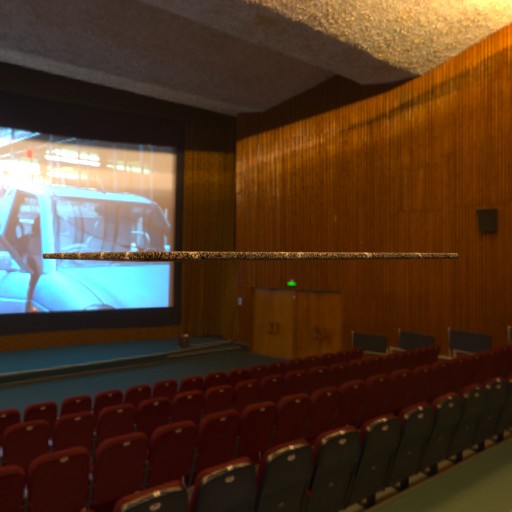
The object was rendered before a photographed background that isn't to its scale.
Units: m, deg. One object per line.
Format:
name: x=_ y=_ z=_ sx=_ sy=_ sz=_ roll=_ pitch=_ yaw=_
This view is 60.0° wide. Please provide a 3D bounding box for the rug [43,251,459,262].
rug: x=0.000 y=0.000 z=2.281 sx=1.778 sy=0.030 sz=1.219 roll=0 pitch=0 yaw=-37
